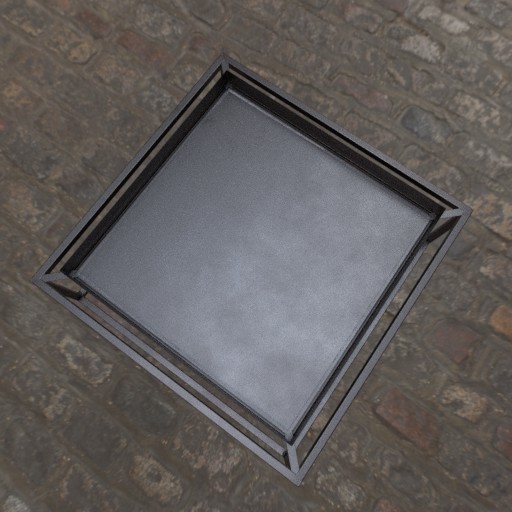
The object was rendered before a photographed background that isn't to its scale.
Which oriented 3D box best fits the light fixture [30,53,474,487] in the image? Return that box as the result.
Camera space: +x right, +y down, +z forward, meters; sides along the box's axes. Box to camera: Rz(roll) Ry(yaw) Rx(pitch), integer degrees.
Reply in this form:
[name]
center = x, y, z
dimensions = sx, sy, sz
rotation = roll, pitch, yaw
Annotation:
[light fixture]
center = 0.000, 0.000, 0.677
dimensions = 0.441, 0.191, 0.441
rotation = 35, 79, 8
